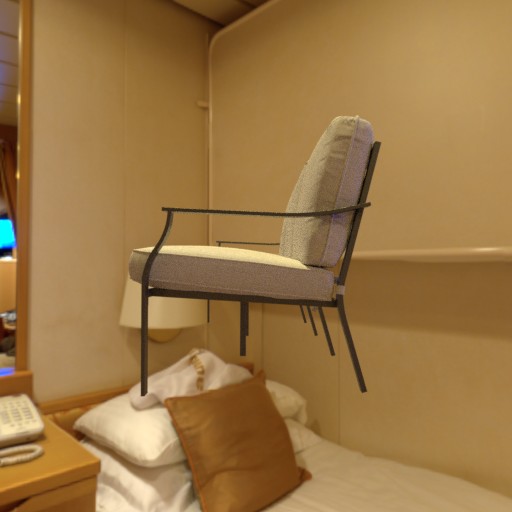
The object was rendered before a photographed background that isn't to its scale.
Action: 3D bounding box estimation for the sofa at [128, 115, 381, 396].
[{"bbox_3d":[0.000,0.000,2.168,0.787,0.860,1.740,0,-1,0],"label":"sofa"}]
